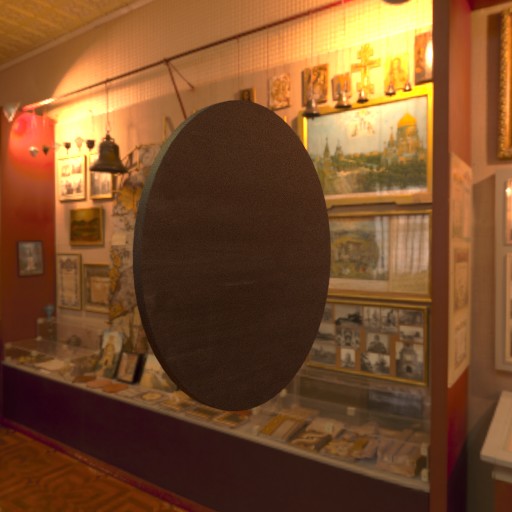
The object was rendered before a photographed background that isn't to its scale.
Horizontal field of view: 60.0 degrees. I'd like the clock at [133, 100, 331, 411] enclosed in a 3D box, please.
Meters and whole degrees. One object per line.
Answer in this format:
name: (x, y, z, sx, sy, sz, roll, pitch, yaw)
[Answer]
clock: (0.000, 0.000, 0.889, 0.029, 0.595, 0.595, 1, 2, 37)
